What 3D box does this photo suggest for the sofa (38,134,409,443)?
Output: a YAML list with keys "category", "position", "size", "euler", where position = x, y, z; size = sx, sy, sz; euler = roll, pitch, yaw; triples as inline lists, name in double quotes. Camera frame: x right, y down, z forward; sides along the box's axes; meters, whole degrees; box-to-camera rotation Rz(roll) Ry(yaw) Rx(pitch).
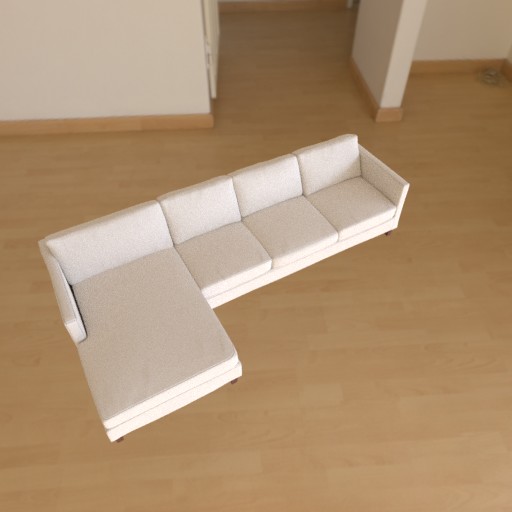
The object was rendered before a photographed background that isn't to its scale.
- category: "sofa"
  position: [0.000, 0.000, 3.835]
  size: [3.186, 0.846, 1.625]
  euler: [-22, 51, -19]
